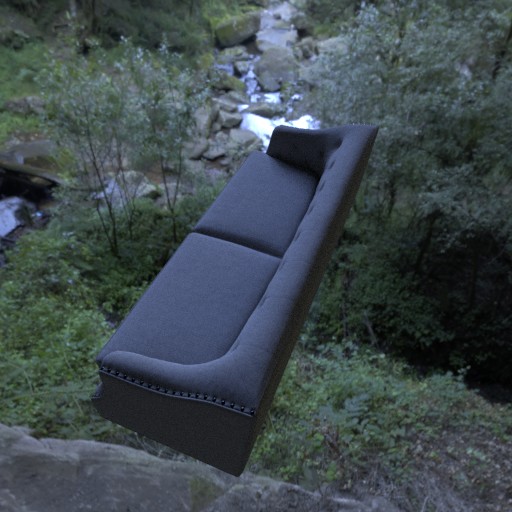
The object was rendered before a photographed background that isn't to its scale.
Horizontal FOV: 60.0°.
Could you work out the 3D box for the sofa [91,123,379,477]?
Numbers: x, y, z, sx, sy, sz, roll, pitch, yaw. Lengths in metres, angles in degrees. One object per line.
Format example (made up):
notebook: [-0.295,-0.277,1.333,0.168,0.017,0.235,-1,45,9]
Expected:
sofa: [0.000,0.000,2.715,0.914,0.901,2.235,16,48,15]
